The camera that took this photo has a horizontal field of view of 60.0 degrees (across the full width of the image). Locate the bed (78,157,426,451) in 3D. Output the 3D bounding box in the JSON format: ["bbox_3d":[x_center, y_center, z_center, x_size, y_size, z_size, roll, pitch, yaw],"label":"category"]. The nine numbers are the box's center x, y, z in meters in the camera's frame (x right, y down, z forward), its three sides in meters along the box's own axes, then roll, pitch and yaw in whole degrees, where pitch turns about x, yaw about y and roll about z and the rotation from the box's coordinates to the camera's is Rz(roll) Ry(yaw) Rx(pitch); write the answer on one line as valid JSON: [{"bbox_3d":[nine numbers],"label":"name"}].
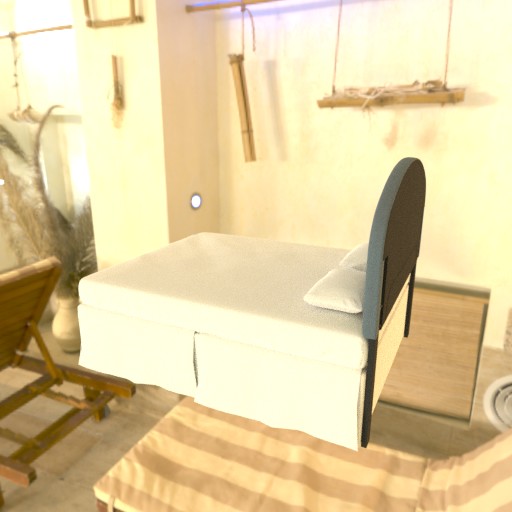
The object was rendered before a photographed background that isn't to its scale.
[{"bbox_3d":[0.000,0.000,3.106,2.005,1.410,1.607,8,18,25],"label":"bed"}]
